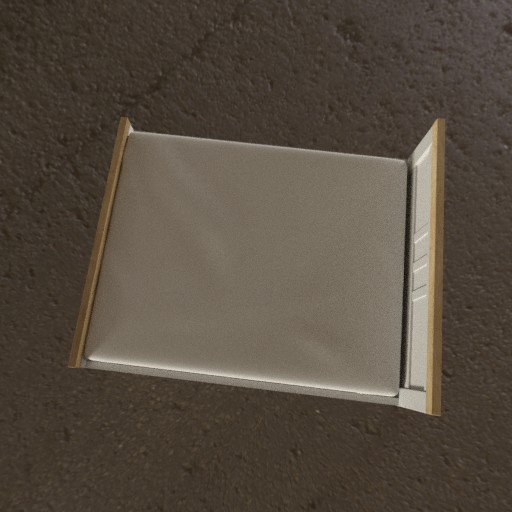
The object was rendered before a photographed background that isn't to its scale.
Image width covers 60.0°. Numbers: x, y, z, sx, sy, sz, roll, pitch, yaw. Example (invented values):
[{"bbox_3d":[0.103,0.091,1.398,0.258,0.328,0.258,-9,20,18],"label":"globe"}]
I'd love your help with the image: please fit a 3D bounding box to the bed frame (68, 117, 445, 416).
[{"bbox_3d":[0.000,0.000,2.915,2.050,0.980,1.670,6,76,2],"label":"bed frame"}]
